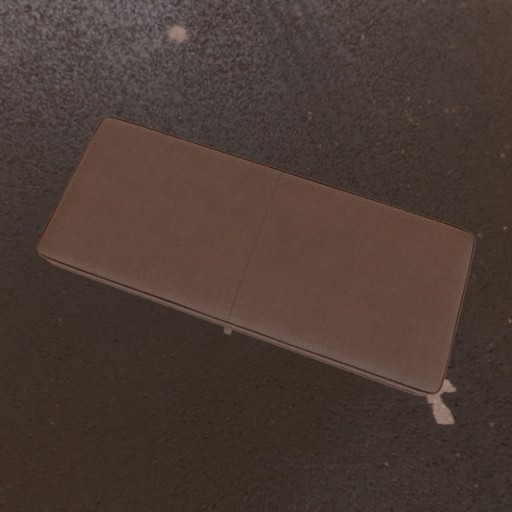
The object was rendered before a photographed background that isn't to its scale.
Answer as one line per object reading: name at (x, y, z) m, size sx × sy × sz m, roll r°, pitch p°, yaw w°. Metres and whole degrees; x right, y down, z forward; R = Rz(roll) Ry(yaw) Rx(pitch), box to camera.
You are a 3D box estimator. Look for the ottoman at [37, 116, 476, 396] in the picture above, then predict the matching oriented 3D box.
ottoman at (0.000, 0.000, 2.029) m, size 1.764 × 0.470 × 0.751 m, roll 19°, pitch 75°, yaw 5°
